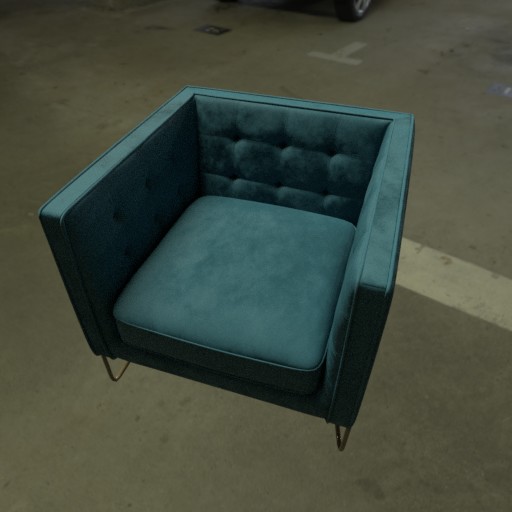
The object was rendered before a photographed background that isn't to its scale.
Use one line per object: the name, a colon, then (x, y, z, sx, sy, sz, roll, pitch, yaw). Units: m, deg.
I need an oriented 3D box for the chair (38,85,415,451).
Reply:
chair: (0.000, 0.000, 1.535, 0.880, 0.790, 0.894, 12, 43, 14)
